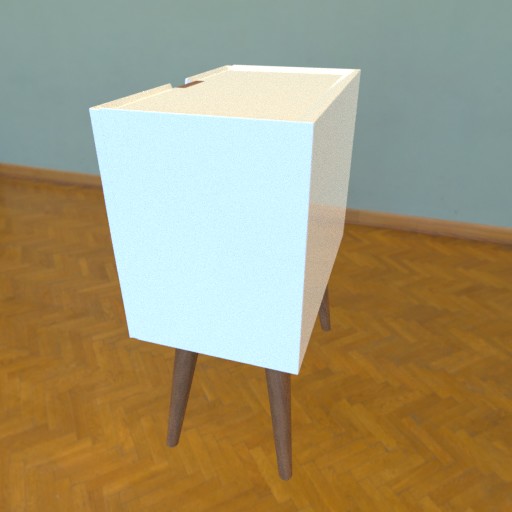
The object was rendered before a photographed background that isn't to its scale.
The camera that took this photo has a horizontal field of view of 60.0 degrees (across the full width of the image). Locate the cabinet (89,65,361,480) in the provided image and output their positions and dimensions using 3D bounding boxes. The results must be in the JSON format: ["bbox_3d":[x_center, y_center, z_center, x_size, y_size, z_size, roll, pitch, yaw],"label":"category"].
[{"bbox_3d":[0.000,0.000,1.055,0.344,0.772,0.591,9,31,15],"label":"cabinet"}]
